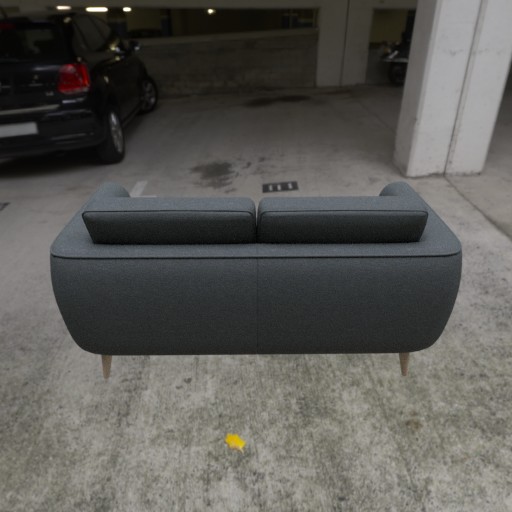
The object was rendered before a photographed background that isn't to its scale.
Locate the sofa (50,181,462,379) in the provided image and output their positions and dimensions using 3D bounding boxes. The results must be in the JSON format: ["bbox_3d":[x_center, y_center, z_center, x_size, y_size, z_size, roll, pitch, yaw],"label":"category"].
[{"bbox_3d":[0.000,0.000,2.180,1.700,0.850,0.920,0,30,-1],"label":"sofa"}]
